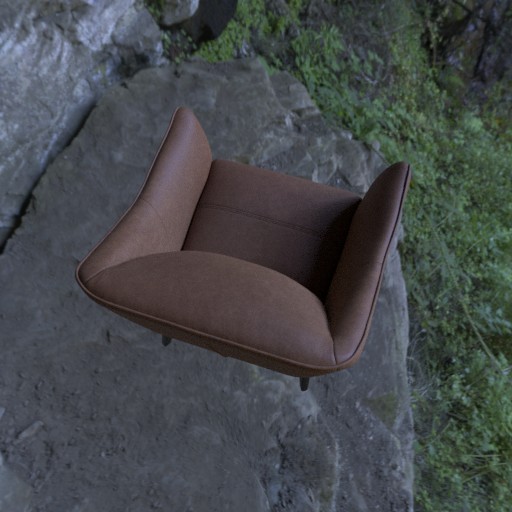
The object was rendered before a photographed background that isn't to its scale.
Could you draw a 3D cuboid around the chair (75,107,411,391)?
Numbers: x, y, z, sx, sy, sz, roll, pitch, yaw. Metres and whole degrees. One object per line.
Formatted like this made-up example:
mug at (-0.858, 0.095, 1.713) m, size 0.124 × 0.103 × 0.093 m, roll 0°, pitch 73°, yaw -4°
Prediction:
chair at (0.000, 0.000, 1.552) m, size 0.871 × 0.830 × 0.852 m, roll 16°, pitch 65°, yaw 8°
